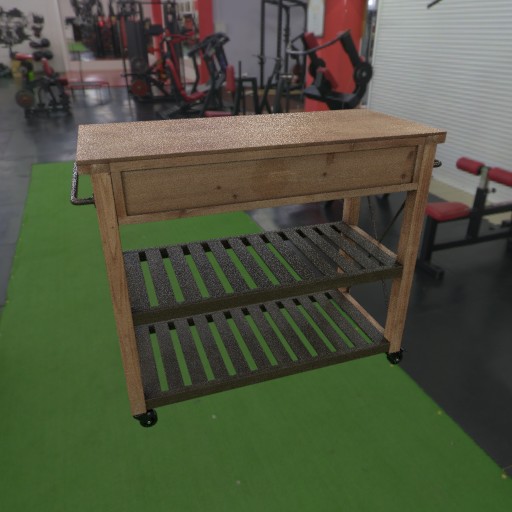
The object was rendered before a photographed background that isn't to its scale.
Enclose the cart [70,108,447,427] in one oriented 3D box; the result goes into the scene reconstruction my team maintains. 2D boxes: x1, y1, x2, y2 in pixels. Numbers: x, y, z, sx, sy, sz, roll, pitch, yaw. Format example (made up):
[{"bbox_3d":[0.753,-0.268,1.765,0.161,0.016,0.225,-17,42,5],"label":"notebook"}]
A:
[{"bbox_3d":[0.000,0.000,0.977,0.686,0.554,0.298,-9,28,-17],"label":"cart"}]
